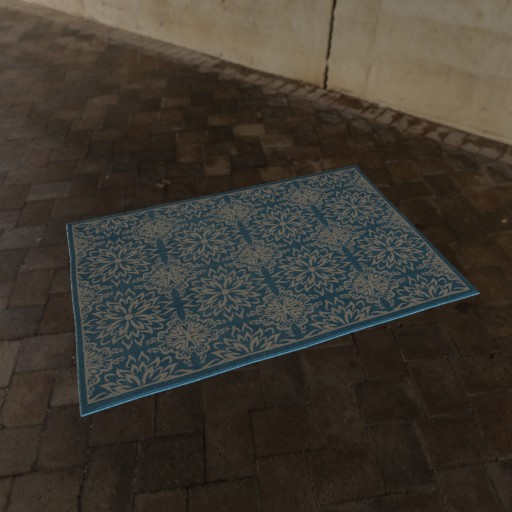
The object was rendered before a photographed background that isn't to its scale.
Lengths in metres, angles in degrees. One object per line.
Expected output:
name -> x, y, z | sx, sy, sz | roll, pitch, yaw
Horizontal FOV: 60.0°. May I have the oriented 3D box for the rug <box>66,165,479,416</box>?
rug -> 0.000, 0.000, 2.303 | 1.833, 0.012, 1.211 | -14, 45, -14
